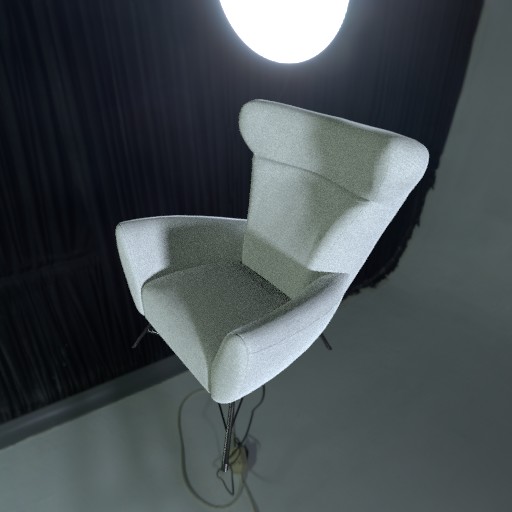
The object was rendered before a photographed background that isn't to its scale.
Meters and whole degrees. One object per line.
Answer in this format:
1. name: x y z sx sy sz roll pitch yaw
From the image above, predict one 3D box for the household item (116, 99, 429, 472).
1. household item: 0.000 0.000 1.802 0.900 1.050 0.980 -20 36 -31
